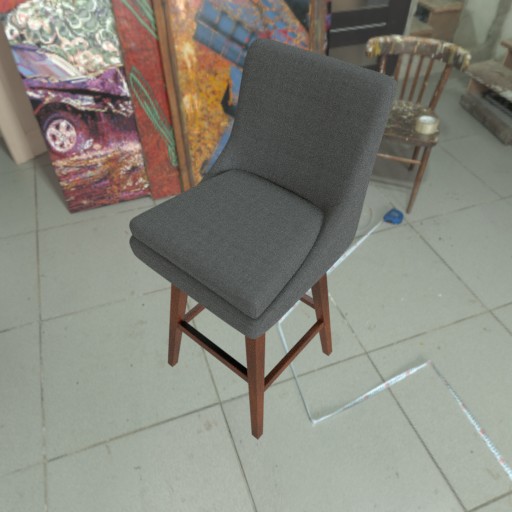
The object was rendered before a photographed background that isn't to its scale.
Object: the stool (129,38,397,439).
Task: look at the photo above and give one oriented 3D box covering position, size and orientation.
[{"bbox_3d":[0.000,0.000,1.258,0.447,0.977,0.524,31,53,27],"label":"stool"}]
